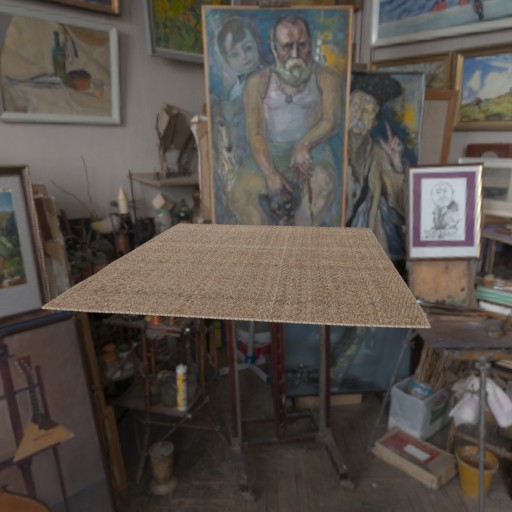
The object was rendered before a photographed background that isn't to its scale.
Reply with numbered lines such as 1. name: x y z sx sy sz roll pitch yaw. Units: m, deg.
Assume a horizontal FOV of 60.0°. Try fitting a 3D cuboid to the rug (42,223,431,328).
1. rug: 0.000 0.000 4.117 2.439 0.013 3.048 2 15 7
